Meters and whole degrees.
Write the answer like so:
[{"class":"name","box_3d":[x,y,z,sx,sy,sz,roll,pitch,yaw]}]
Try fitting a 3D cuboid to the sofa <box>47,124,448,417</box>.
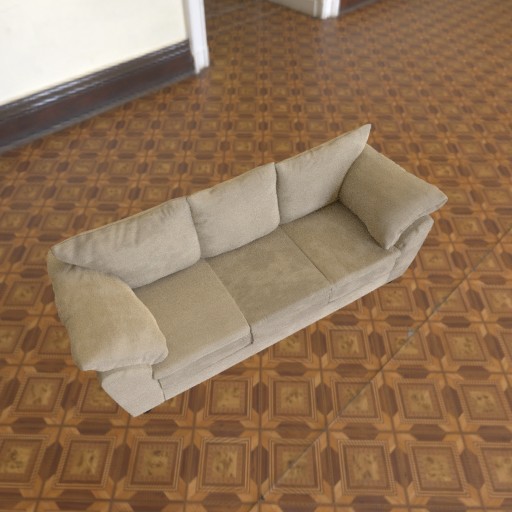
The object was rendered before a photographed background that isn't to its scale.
[{"class":"sofa","box_3d":[0.000,0.000,2.855,2.377,0.981,0.893,-24,52,-21]}]
